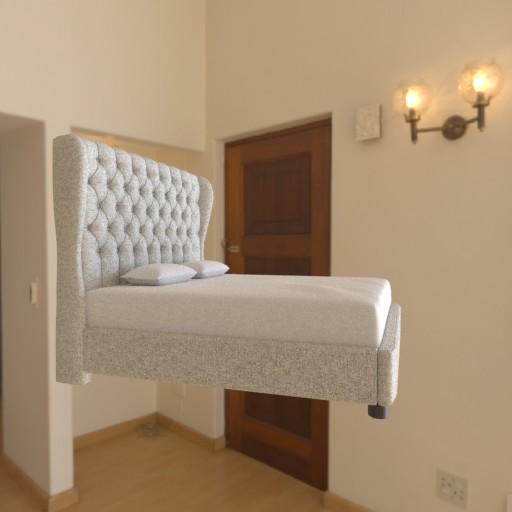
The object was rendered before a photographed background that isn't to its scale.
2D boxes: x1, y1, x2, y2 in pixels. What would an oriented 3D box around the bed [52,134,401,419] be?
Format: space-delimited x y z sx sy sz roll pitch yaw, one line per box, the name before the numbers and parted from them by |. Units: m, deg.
bed | 0.000 0.000 3.800 2.347 1.771 2.219 1 2 19
